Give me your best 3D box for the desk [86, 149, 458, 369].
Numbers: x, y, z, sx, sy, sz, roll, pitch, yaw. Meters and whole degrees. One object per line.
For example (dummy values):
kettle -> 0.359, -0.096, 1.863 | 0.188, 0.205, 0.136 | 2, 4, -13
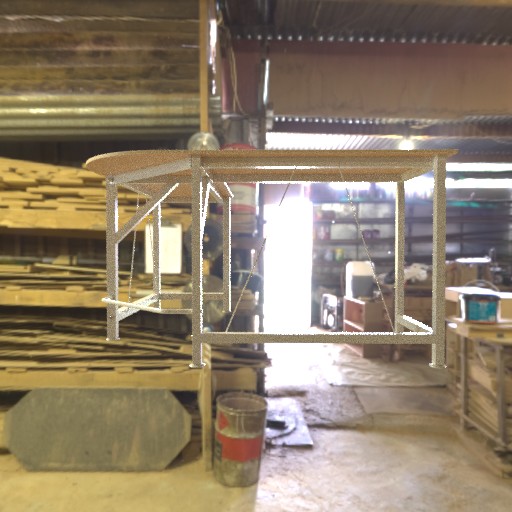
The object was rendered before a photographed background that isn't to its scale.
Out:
desk -> 0.000, 0.000, 2.232 | 1.400, 0.762, 1.400 | 0, 1, 1
